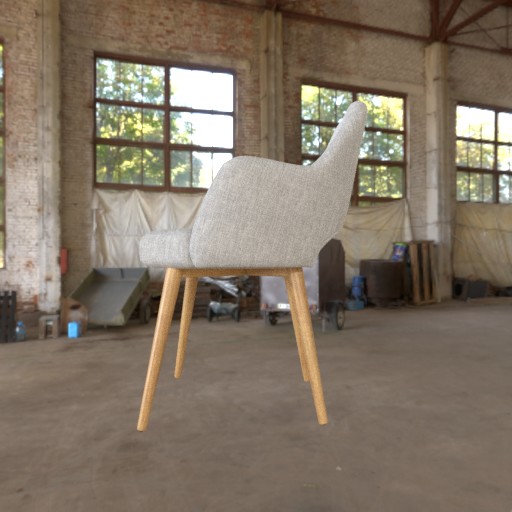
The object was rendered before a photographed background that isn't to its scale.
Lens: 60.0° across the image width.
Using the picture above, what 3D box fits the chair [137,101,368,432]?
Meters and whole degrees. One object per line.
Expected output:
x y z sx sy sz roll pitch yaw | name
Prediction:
0.000 0.000 1.287 0.610 0.840 0.590 0 0 1 | chair
